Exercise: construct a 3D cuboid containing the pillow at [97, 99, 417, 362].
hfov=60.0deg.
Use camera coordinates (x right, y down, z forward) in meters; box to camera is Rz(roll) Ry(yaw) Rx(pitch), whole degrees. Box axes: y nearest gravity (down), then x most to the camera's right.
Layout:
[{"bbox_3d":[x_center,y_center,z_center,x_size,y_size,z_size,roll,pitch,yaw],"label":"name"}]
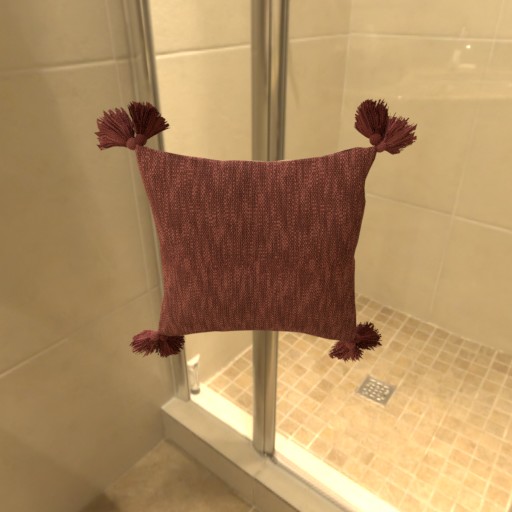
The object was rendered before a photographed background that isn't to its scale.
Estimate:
[{"bbox_3d":[0.000,0.000,0.977,0.641,0.659,0.138,1,30,1],"label":"pillow"}]
